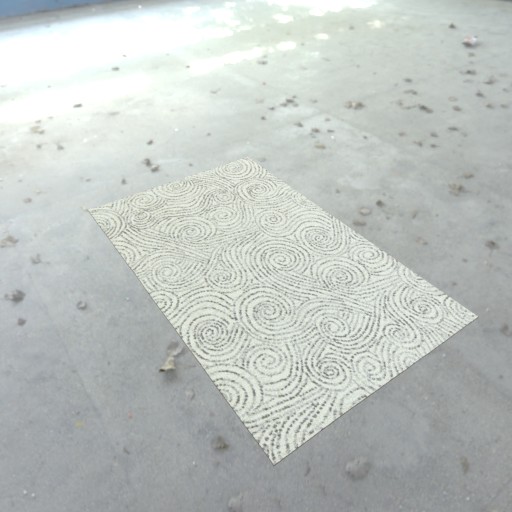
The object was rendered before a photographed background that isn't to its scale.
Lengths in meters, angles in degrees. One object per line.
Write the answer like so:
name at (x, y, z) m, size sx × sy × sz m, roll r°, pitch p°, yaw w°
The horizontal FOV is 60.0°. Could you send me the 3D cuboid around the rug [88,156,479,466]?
rug at (0.000, 0.000, 3.057) m, size 1.524 × 0.005 × 2.439 m, roll -25°, pitch 46°, yaw -26°
